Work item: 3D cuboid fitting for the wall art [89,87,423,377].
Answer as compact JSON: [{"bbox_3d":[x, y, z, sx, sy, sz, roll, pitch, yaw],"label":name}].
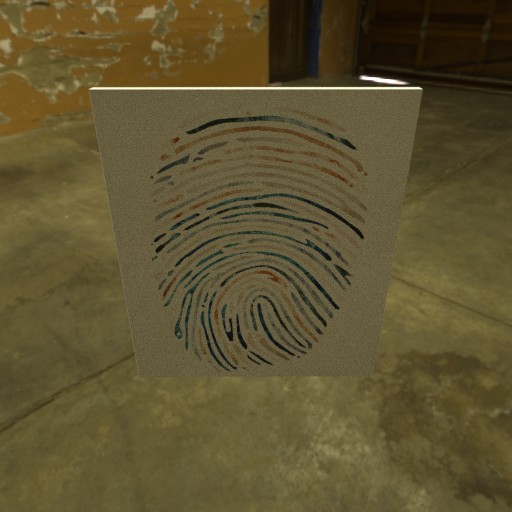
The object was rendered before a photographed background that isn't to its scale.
[{"bbox_3d":[0.000,0.000,0.991,0.609,0.710,0.021,0,29,0],"label":"wall art"}]
